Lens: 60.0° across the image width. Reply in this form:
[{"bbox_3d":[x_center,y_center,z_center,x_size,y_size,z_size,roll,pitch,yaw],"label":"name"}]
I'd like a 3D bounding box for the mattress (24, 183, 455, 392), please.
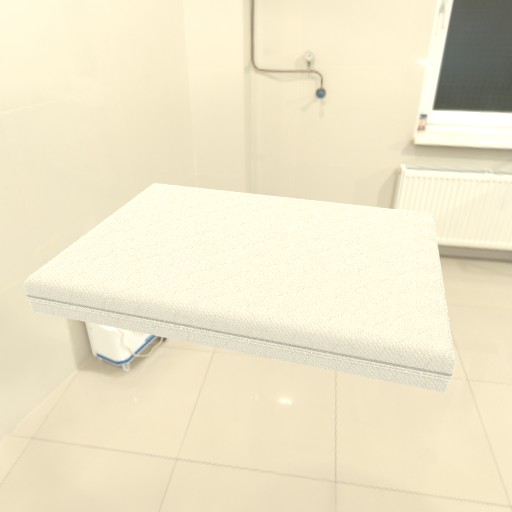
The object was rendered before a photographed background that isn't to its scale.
[{"bbox_3d":[0.000,0.000,2.555,2.000,0.200,1.400,8,31,14],"label":"mattress"}]
